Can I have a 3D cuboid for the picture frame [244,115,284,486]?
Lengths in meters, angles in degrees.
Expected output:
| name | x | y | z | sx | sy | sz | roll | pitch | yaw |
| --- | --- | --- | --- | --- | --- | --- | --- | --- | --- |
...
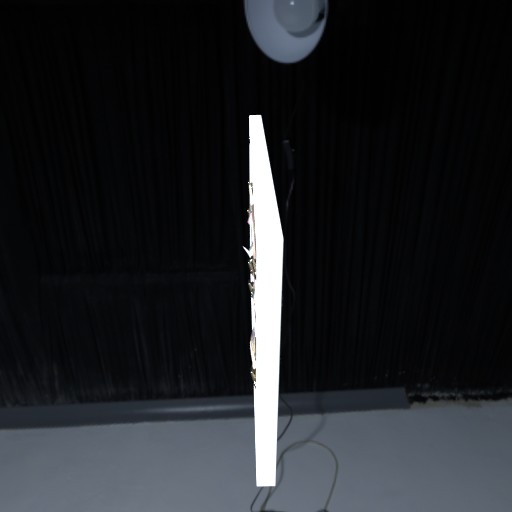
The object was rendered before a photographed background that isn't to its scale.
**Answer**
| name | x | y | z | sx | sy | sz | roll | pitch | yaw |
| --- | --- | --- | --- | --- | --- | --- | --- | --- | --- |
| picture frame | 0.000 | 0.000 | 0.808 | 0.044 | 0.379 | 0.647 | -1 | 28 | -1 |
